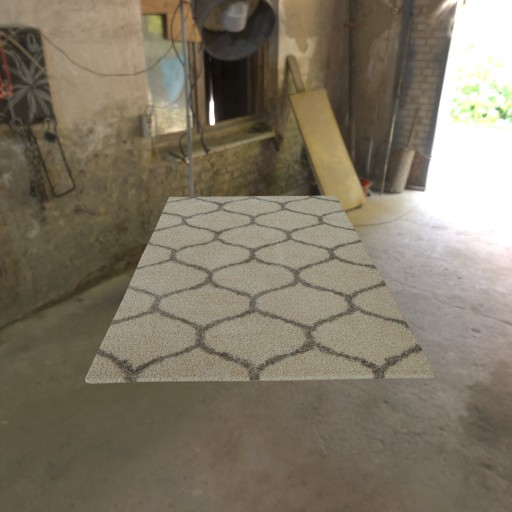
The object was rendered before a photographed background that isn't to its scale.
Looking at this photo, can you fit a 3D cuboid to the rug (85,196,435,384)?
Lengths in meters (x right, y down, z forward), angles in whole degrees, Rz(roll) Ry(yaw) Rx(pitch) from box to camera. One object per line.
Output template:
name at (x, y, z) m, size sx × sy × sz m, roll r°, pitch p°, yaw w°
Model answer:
rug at (0.000, 0.000, 2.930) m, size 1.501 × 0.024 × 2.348 m, roll -1°, pitch 27°, yaw -1°
